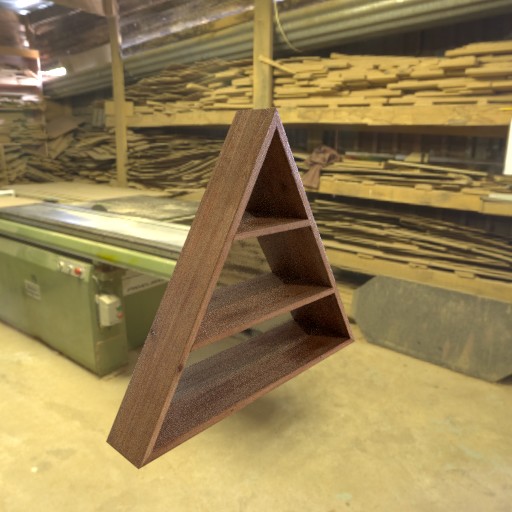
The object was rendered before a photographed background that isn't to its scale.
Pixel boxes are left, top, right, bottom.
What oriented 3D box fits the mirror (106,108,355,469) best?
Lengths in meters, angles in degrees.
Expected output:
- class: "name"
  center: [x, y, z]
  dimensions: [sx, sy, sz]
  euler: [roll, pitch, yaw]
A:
- class: "mirror"
  center: [0.000, 0.000, 0.869]
  dimensions: [0.100, 0.548, 0.631]
  euler: [13, 19, 42]
